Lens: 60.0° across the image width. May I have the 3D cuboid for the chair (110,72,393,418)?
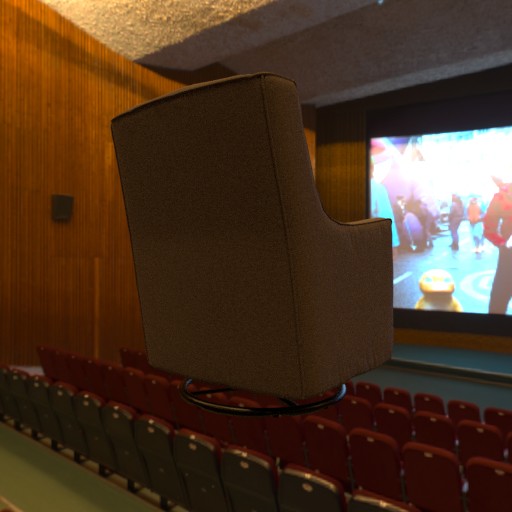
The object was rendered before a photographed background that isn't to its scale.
[{"bbox_3d":[0.000,0.000,1.621,0.732,0.993,0.879,0,0,37],"label":"chair"}]
